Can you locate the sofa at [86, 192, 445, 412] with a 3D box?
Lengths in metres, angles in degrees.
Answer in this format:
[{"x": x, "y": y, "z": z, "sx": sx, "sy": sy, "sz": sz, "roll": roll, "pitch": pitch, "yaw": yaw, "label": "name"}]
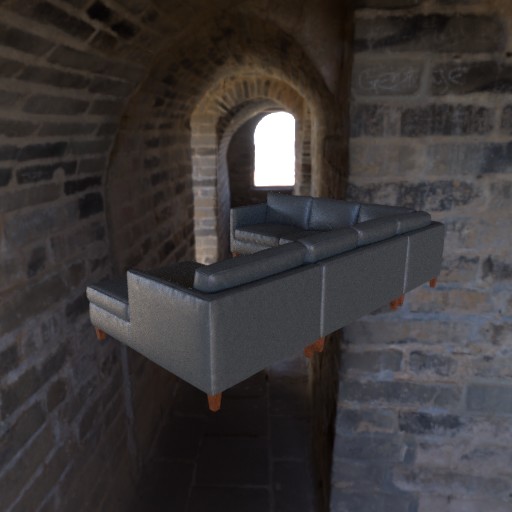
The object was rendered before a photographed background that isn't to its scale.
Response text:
[{"x": 0.000, "y": 0.000, "z": 4.639, "sx": 2.593, "sy": 0.923, "sz": 3.460, "roll": 14, "pitch": 20, "yaw": 42, "label": "sofa"}]
